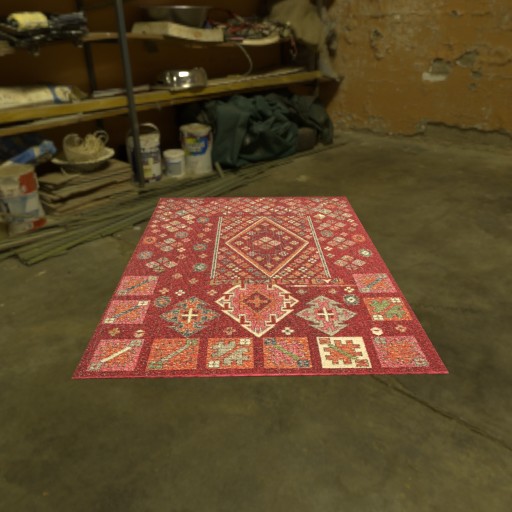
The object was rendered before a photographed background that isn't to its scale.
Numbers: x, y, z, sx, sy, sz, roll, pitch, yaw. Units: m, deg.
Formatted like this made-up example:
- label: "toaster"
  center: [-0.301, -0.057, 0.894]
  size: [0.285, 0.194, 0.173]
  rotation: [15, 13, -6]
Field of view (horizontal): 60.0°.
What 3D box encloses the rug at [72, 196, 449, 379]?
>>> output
- label: "rug"
  center: [0.000, 0.000, 2.816]
  size: [1.579, 0.007, 2.184]
  rotation: [-1, 27, -1]
